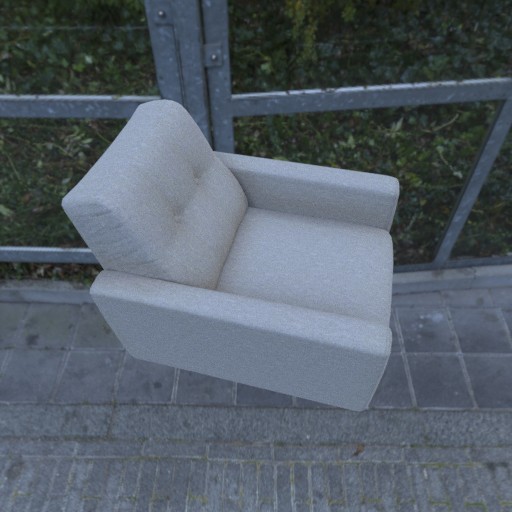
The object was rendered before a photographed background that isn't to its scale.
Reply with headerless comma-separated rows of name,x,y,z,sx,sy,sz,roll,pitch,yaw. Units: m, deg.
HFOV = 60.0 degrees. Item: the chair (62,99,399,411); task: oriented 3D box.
chair,0.000,0.000,1.839,1.128,0.965,0.897,10,49,9
